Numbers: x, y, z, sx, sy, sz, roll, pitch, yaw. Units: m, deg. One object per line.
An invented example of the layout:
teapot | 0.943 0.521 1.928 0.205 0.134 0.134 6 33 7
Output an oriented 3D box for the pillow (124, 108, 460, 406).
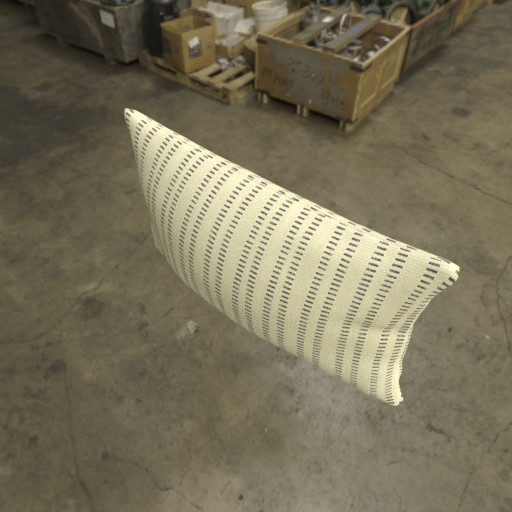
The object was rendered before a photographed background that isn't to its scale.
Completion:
pillow | 0.000 0.000 0.791 0.640 0.353 0.210 31 53 26
